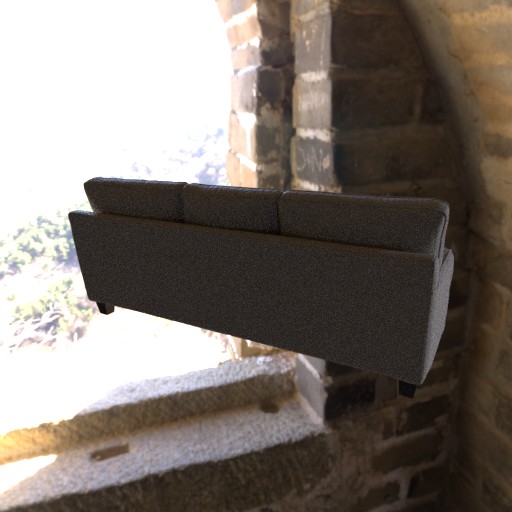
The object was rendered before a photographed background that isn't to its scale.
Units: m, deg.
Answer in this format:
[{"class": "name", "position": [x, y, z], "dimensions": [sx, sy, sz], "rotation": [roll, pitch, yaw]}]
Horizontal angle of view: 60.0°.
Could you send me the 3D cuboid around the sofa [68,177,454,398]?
[{"class": "sofa", "position": [0.000, 0.000, 2.894], "dimensions": [2.323, 0.997, 1.016], "rotation": [9, 19, 27]}]
